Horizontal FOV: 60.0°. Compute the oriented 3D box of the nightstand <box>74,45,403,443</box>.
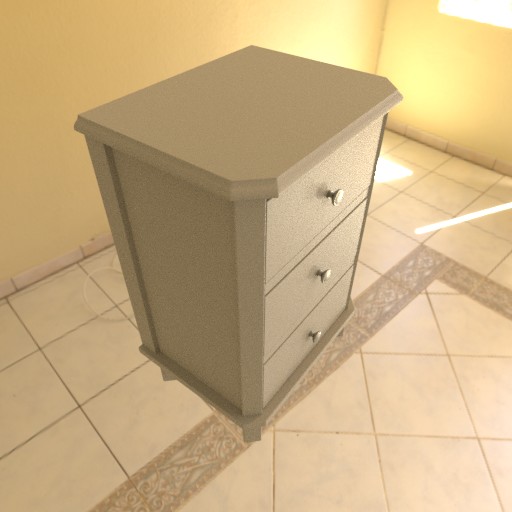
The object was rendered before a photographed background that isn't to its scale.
[{"bbox_3d":[0.000,0.000,0.939,0.350,0.680,0.450,27,48,27],"label":"nightstand"}]
